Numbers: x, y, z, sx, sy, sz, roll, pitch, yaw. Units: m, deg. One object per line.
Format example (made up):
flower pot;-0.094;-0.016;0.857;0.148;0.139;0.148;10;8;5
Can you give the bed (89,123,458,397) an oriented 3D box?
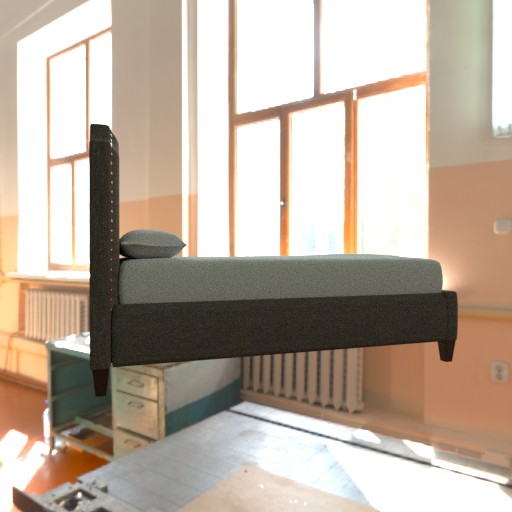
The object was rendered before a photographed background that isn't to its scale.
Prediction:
bed;0.000;0.000;3.454;2.381;1.457;1.713;0;0;-19
